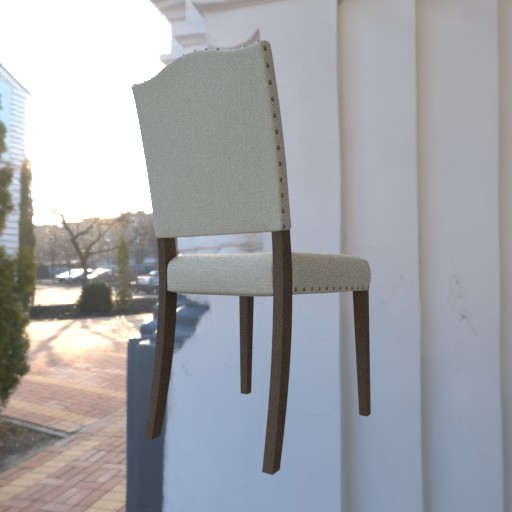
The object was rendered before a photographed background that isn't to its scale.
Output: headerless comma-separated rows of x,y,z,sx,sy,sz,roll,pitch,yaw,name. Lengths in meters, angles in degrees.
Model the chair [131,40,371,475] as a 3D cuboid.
0.000,0.000,1.339,0.508,1.015,0.619,-1,-3,33,chair
